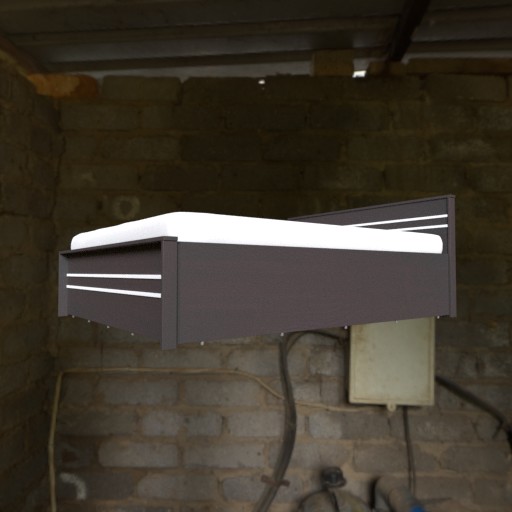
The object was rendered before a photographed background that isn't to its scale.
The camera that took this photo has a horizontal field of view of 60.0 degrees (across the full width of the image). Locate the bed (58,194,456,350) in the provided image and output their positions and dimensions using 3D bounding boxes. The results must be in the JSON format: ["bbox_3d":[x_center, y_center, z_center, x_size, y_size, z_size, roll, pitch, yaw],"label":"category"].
[{"bbox_3d":[0.000,0.000,2.968,2.103,0.808,1.634,2,-3,-37],"label":"bed"}]
